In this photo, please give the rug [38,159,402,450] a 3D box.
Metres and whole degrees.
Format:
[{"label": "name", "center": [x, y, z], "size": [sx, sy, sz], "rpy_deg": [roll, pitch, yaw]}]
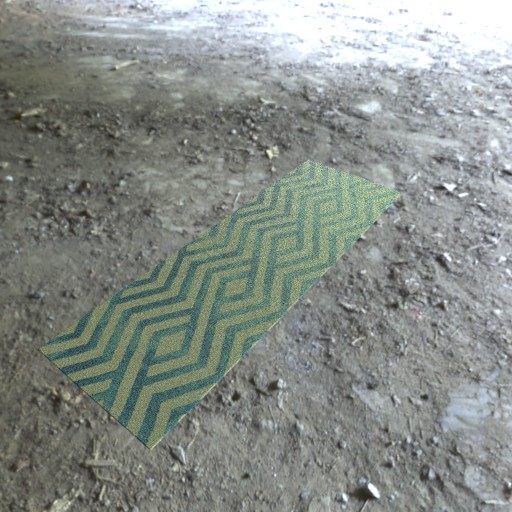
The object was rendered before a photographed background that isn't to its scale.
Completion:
[{"label": "rug", "center": [0.000, 0.000, 1.661], "size": [0.503, 0.007, 1.492], "rpy_deg": [27, 48, 28]}]
